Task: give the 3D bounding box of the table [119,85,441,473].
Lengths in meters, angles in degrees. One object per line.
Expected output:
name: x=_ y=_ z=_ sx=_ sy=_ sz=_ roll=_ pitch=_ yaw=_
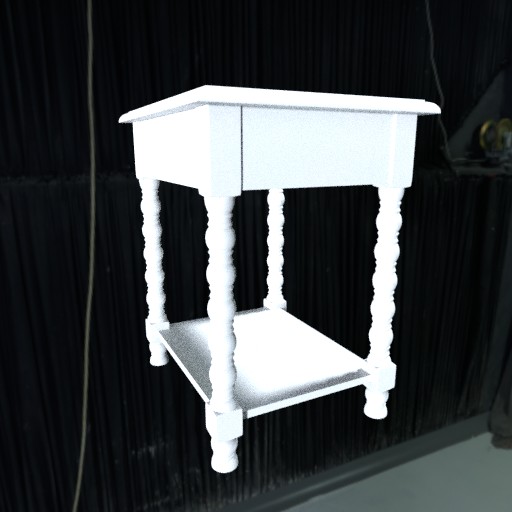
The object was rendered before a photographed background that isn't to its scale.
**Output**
table: x=0.000 y=0.000 z=0.829 sx=0.381 sy=0.531 sz=0.460 roll=-7 pitch=15 yaw=-26
